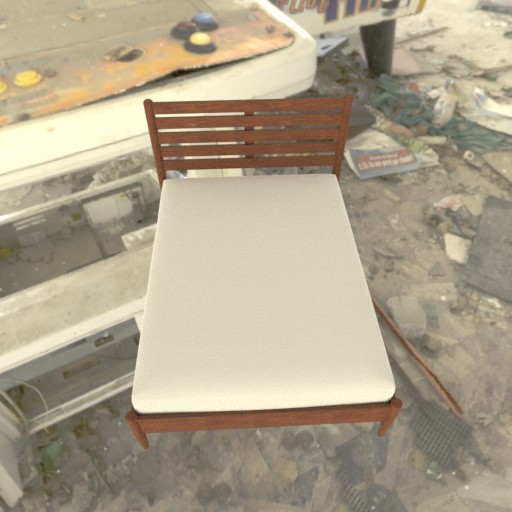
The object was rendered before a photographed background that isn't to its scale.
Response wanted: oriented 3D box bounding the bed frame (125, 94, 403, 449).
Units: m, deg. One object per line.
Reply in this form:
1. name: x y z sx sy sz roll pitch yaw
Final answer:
1. bed frame: 0.000 0.000 3.234 1.655 1.321 2.234 -2 47 -2
